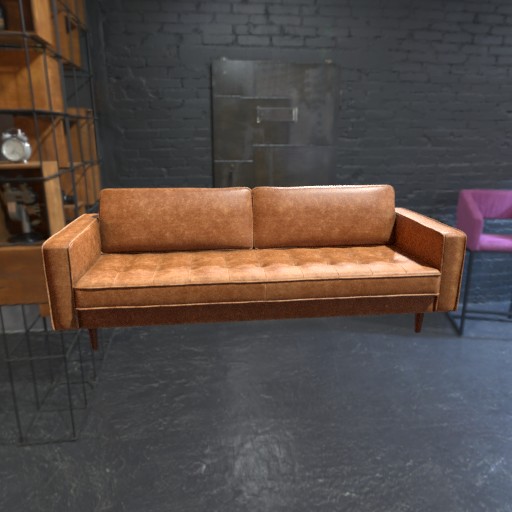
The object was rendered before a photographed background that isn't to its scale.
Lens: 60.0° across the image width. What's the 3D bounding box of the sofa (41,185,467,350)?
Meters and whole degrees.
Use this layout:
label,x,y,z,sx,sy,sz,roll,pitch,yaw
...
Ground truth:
label,x,y,z,sx,sy,sz,roll,pitch,yaw
sofa,0.000,0.000,2.675,2.199,0.779,0.886,-2,16,-6
